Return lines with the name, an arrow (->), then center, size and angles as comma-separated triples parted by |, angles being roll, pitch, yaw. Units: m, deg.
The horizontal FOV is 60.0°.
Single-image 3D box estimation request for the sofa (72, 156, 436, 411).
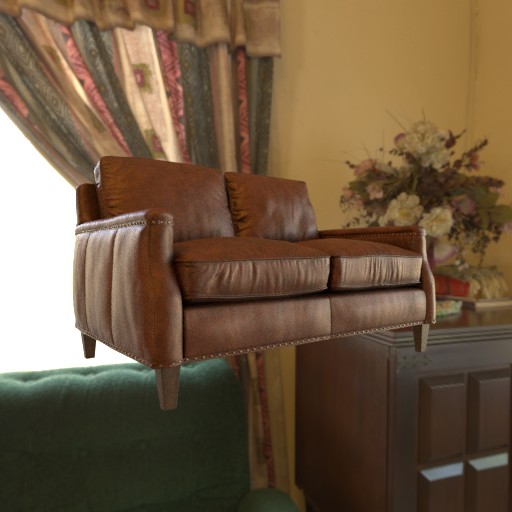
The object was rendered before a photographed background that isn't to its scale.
sofa -> 0.000, 0.000, 2.276 | 1.628, 1.003, 1.083 | 0, 0, -37
